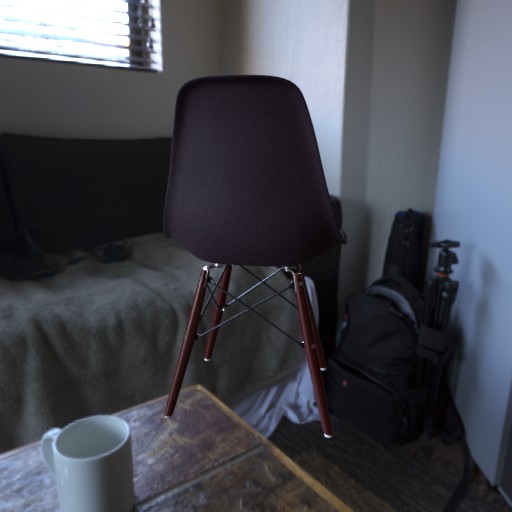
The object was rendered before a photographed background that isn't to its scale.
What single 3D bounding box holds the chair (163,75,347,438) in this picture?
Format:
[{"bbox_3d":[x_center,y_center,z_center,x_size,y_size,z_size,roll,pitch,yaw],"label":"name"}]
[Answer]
[{"bbox_3d":[0.000,0.000,1.164,0.470,0.826,0.533,2,16,8],"label":"chair"}]
